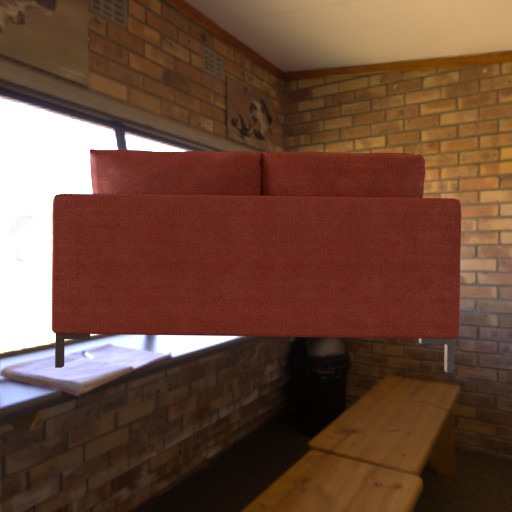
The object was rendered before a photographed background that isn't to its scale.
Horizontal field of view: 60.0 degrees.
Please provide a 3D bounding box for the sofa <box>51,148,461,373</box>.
[{"bbox_3d":[0.000,0.000,2.102,1.574,0.896,0.864,0,1,0],"label":"sofa"}]
